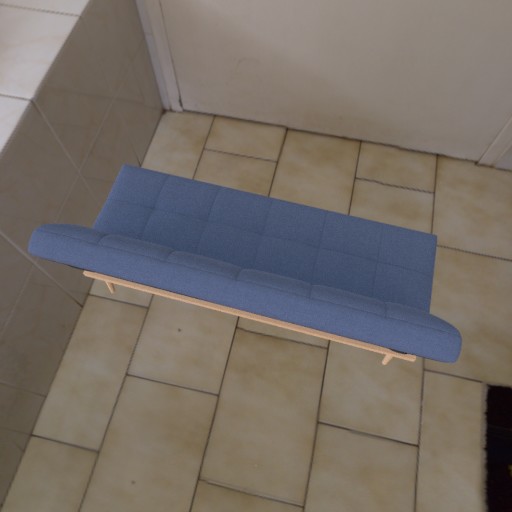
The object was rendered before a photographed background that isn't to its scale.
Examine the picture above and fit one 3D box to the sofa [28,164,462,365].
[{"bbox_3d":[0.000,0.000,2.229,1.800,0.800,0.796,14,65,6],"label":"sofa"}]
